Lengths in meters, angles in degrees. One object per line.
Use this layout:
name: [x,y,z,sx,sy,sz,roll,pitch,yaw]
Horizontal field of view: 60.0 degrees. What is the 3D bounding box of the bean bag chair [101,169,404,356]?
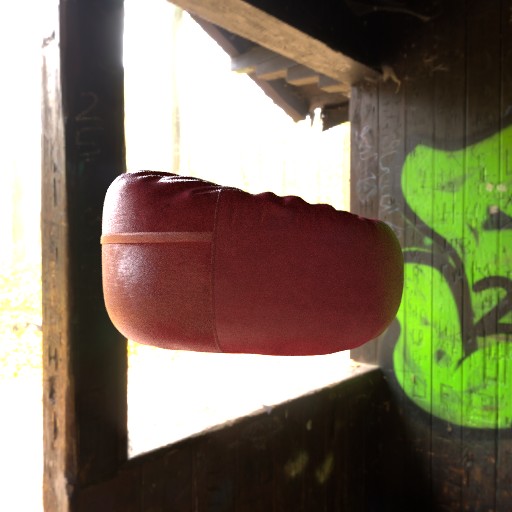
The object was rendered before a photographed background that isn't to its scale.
bean bag chair: [0.000,0.000,2.404,1.524,0.878,1.524,0,1,17]
